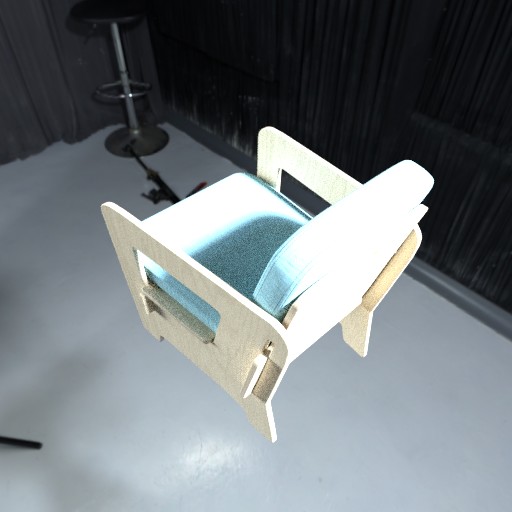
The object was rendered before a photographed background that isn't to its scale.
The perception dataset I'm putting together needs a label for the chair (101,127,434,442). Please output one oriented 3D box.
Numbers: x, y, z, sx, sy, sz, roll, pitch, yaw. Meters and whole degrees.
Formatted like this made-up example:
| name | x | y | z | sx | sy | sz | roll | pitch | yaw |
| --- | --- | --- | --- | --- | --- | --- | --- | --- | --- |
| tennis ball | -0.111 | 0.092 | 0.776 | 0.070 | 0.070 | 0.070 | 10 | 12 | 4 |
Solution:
| name | x | y | z | sx | sy | sz | roll | pitch | yaw |
| --- | --- | --- | --- | --- | --- | --- | --- | --- | --- |
| chair | 0.000 | 0.000 | 1.270 | 0.590 | 0.800 | 0.710 | -33 | 54 | -28 |
